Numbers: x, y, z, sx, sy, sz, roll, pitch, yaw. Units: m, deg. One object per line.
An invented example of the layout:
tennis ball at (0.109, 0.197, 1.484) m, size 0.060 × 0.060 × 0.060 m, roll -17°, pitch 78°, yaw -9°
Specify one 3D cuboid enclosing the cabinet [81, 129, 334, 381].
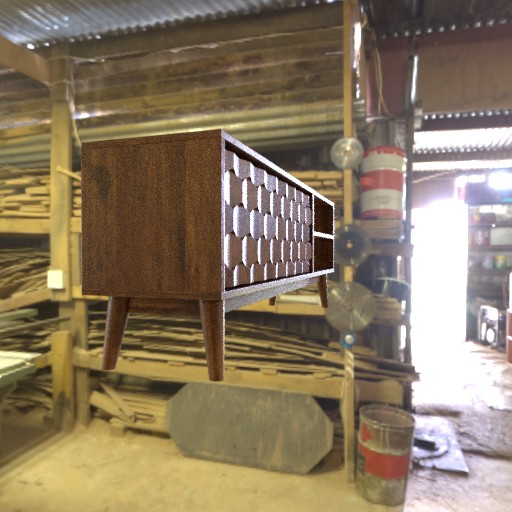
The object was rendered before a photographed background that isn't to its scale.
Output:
cabinet at (0.000, 0.000, 1.644) m, size 0.349 × 0.528 × 1.448 m, roll 0°, pitch 0°, yaw 19°
